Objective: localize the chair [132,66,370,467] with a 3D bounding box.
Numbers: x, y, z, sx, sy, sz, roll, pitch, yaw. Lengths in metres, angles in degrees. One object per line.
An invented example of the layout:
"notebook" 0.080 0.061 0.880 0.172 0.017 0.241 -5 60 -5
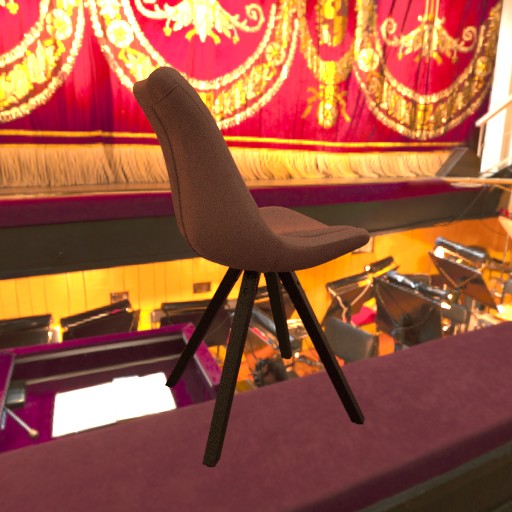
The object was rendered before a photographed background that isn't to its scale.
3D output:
"chair" 0.000 0.000 1.168 0.547 0.865 0.483 -6 16 -24
